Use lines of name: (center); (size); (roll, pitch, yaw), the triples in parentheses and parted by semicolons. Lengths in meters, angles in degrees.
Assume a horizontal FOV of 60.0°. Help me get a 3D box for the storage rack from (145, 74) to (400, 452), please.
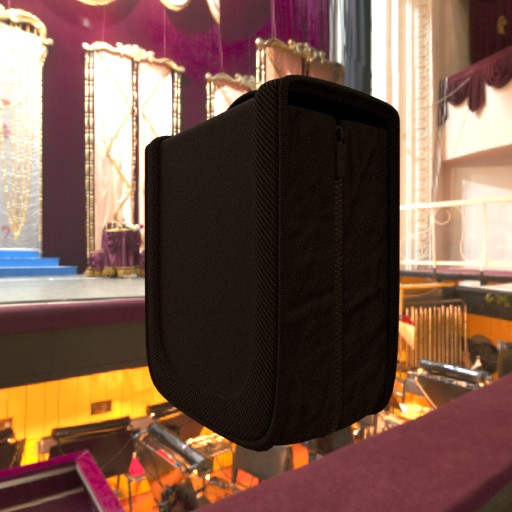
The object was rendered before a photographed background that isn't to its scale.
storage rack: (0.000, 0.000, 0.539); (0.168, 0.387, 0.297); (0, 1, -36)
